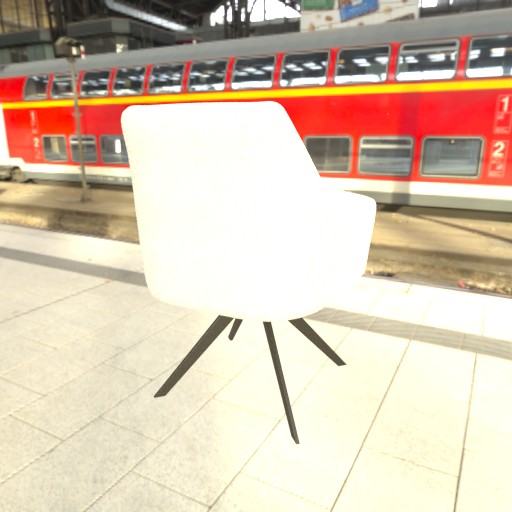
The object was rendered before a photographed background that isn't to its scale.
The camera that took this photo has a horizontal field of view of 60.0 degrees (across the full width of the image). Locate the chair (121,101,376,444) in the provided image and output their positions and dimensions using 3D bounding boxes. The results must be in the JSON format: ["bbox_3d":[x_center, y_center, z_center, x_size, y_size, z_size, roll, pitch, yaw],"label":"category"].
[{"bbox_3d":[0.000,0.000,1.384,0.642,0.874,0.677,8,18,26],"label":"chair"}]
